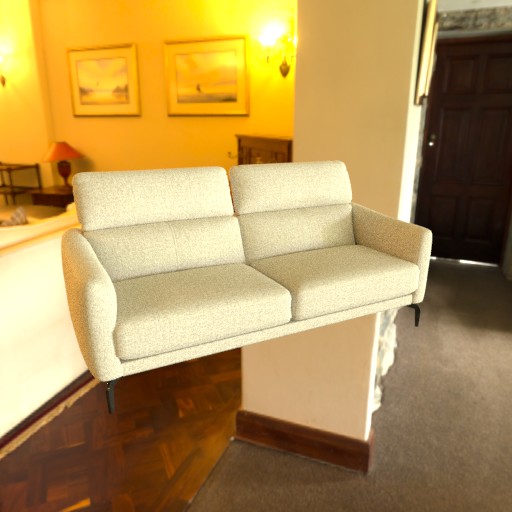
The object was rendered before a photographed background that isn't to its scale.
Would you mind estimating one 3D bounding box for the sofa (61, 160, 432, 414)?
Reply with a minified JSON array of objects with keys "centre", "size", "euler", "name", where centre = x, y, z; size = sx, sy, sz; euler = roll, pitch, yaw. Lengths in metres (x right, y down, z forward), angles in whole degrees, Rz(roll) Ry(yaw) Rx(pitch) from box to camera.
[{"centre":[0.000,0.000,2.534],"size":[2.015,0.956,0.856],"euler":[-9,19,-26],"name":"sofa"}]
